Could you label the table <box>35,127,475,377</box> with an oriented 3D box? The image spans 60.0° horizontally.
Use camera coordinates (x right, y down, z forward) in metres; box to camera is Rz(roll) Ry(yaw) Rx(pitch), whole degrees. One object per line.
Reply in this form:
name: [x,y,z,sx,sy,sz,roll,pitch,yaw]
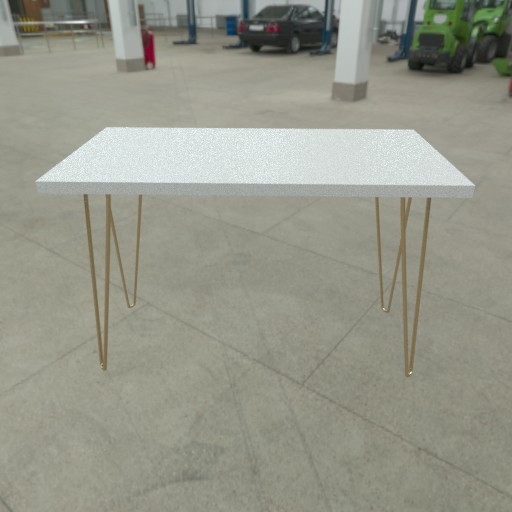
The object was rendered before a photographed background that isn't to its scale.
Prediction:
table: [0.000,0.000,1.375,0.991,0.660,0.498,1,30,1]
